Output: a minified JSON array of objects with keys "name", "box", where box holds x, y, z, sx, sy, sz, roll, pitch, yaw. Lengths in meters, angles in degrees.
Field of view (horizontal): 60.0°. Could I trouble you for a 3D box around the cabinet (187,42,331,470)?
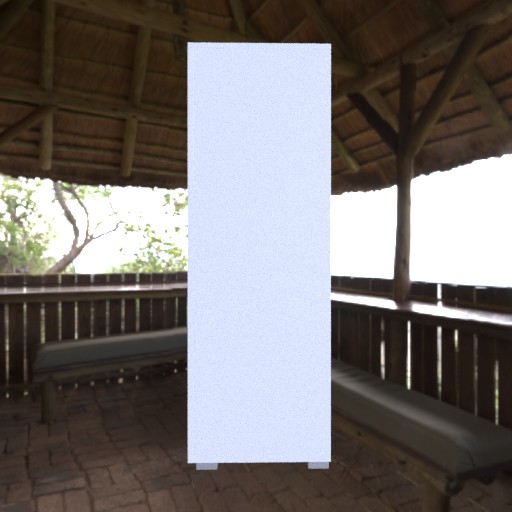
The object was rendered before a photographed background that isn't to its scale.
[{"name":"cabinet","box":[0.000,0.000,1.737,0.400,1.190,1.000,0,0,-1]}]
